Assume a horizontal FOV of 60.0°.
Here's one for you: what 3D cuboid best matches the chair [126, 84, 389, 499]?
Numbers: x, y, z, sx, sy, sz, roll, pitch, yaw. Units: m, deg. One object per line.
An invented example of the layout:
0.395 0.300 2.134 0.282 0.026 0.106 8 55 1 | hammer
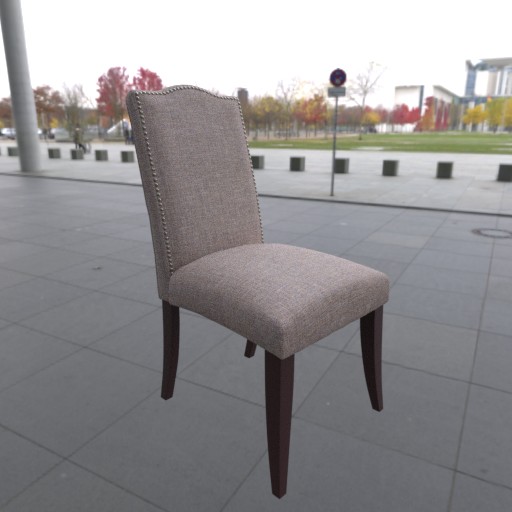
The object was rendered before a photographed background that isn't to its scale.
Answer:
0.000 0.000 1.349 0.660 1.016 0.513 15 22 42 | chair
